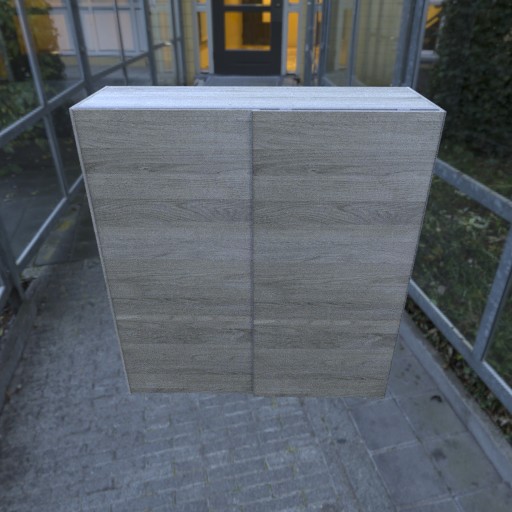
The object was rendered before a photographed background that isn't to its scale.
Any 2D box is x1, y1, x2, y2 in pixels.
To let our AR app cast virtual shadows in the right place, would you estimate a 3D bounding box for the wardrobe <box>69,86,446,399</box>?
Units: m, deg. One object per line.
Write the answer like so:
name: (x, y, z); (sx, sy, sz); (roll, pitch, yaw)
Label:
wardrobe: (0.000, 0.000, 2.838); (1.780, 1.960, 0.629); (0, 31, 1)
